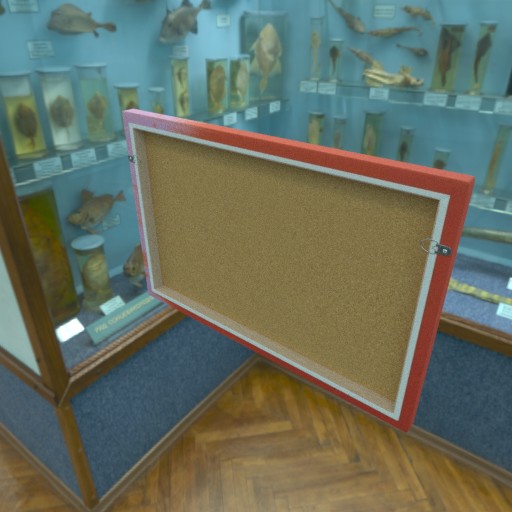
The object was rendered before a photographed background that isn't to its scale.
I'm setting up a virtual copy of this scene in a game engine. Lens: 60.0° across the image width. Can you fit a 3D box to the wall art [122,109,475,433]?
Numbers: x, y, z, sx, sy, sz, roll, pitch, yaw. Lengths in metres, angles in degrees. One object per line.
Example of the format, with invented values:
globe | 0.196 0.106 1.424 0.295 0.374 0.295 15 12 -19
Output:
wall art | 0.000 0.000 1.127 0.913 0.609 0.040 21 36 33
